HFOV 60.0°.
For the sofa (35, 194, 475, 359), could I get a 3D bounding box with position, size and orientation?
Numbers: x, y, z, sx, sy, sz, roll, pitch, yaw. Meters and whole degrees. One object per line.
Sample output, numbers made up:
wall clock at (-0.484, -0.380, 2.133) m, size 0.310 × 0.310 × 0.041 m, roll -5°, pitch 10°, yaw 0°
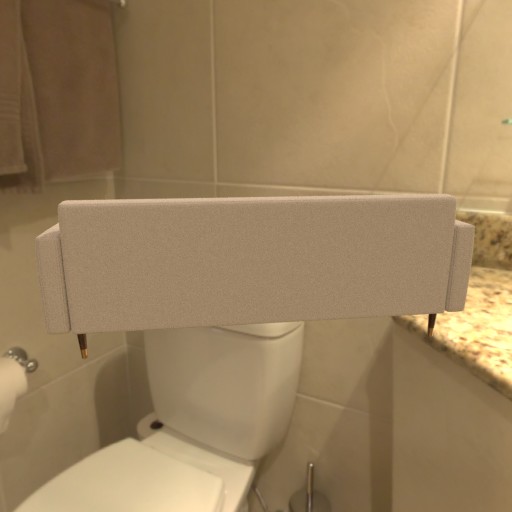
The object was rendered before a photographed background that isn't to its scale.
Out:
sofa at (0.000, 0.000, 2.728) m, size 2.291 × 0.821 × 0.990 m, roll -2°, pitch 15°, yaw -8°
